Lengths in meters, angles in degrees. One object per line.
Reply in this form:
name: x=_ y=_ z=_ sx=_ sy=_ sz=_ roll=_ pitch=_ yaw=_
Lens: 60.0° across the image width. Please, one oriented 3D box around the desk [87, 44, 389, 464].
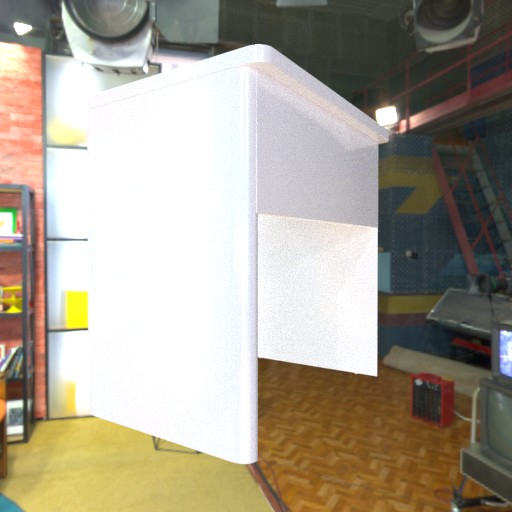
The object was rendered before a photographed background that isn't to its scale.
desk: x=0.000 y=0.000 z=1.284 sx=0.549 sy=0.800 sz=0.762 roll=1 pitch=1 yaw=34
